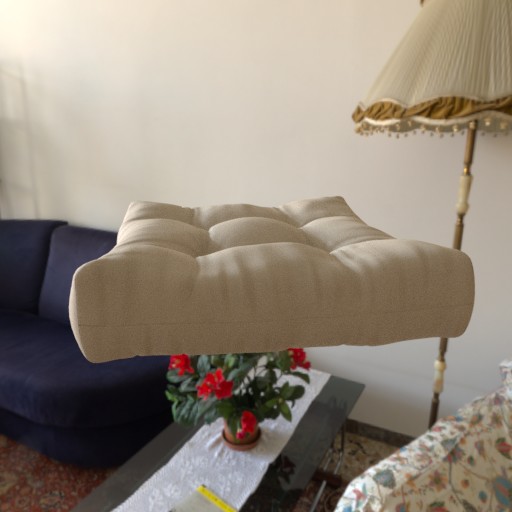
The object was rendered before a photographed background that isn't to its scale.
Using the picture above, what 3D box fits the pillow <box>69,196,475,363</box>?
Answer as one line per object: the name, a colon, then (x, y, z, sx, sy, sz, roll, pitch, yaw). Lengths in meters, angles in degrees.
pillow: (0.000, 0.000, 0.708, 0.468, 0.128, 0.490, -2, 16, -8)
